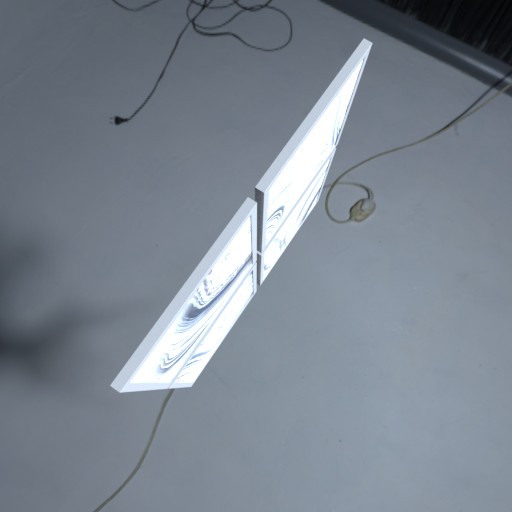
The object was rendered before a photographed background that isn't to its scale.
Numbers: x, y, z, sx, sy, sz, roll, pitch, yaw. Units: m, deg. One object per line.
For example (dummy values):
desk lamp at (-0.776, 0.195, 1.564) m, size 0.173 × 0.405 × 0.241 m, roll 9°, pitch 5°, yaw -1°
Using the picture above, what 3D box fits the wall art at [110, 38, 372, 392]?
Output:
wall art at (0.000, 0.000, 1.644) m, size 0.029 × 1.118 × 1.118 m, roll 33°, pitch 77°, yaw 9°
